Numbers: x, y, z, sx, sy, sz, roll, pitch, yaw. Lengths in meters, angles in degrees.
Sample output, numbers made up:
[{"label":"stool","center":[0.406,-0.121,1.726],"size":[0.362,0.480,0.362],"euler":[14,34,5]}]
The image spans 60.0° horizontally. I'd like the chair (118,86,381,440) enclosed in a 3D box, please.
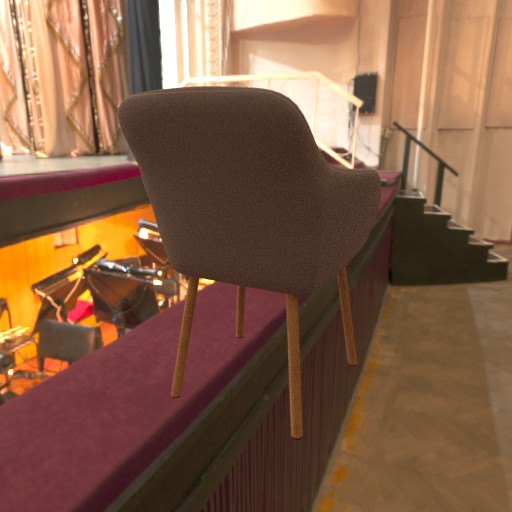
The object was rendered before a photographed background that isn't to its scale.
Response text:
[{"label":"chair","center":[0.000,0.000,1.216],"size":[0.570,0.830,0.590],"euler":[8,18,27]}]
